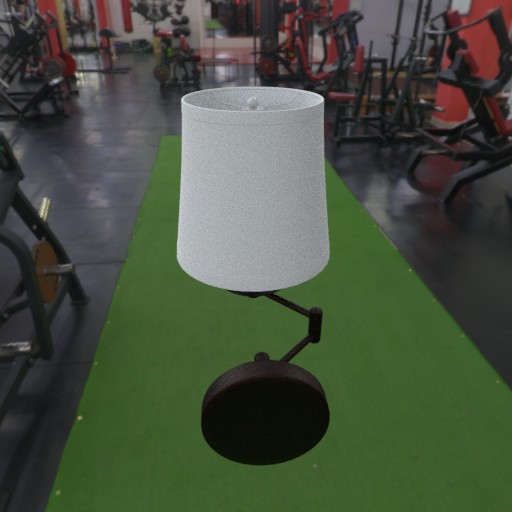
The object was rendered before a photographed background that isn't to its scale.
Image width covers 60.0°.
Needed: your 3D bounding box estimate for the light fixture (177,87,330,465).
[{"bbox_3d":[0.000,0.000,0.265,0.100,0.172,0.157,-2,29,-3],"label":"light fixture"}]
